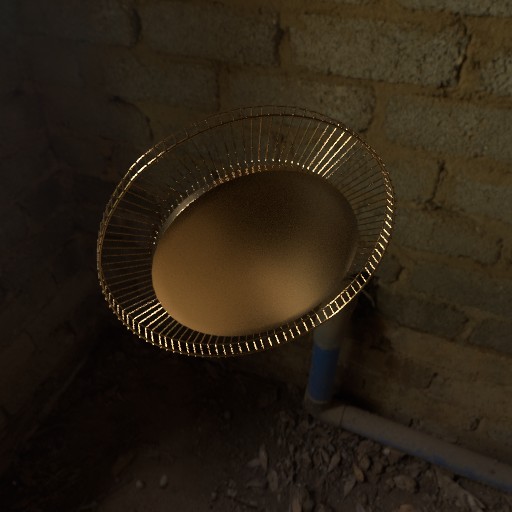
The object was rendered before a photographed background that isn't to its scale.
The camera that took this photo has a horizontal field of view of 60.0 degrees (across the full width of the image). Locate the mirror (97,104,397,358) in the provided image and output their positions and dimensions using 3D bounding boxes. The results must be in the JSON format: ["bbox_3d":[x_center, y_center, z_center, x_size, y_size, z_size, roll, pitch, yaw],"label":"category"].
[{"bbox_3d":[0.000,0.000,1.042,0.703,0.703,0.067,-11,42,-12],"label":"mirror"}]
